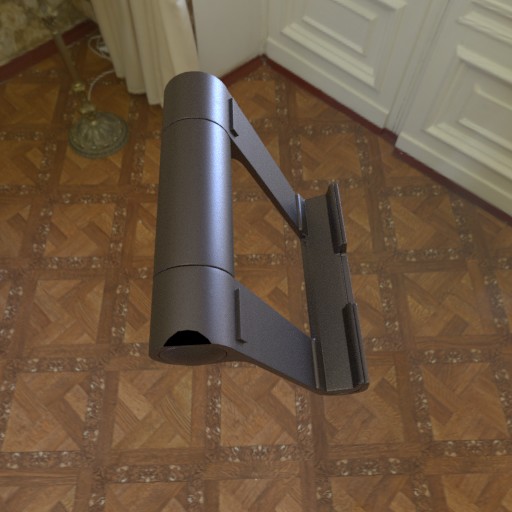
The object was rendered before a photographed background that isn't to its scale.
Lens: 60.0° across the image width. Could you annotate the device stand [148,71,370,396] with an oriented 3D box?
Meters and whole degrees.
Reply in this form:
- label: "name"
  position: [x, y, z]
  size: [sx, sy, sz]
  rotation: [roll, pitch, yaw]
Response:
- label: "device stand"
  position: [0.000, 0.000, 0.155]
  size: [0.079, 0.084, 0.088]
  rotation: [-3, 63, -1]
